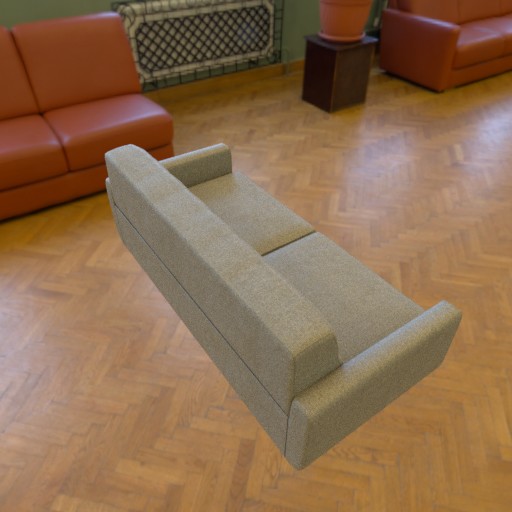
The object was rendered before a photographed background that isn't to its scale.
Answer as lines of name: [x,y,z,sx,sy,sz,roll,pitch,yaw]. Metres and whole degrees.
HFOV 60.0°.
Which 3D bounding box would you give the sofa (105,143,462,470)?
sofa: [0.000,0.000,2.543,0.968,0.873,2.055,-25,46,-26]
